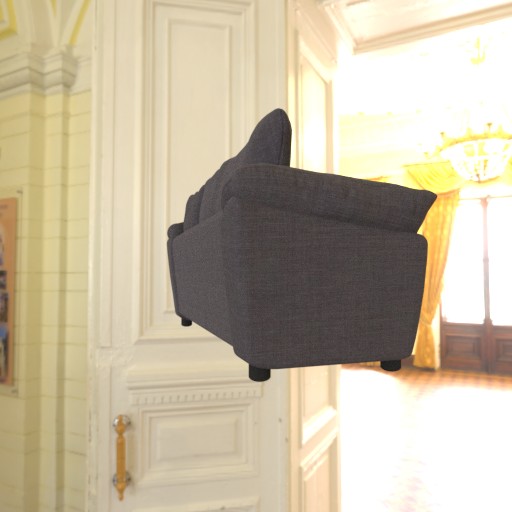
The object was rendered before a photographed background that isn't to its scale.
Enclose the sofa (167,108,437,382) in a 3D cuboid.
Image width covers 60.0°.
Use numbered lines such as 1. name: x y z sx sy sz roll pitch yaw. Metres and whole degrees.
1. sofa: 0.000 0.000 2.804 0.883 1.080 2.336 1 -2 -18
